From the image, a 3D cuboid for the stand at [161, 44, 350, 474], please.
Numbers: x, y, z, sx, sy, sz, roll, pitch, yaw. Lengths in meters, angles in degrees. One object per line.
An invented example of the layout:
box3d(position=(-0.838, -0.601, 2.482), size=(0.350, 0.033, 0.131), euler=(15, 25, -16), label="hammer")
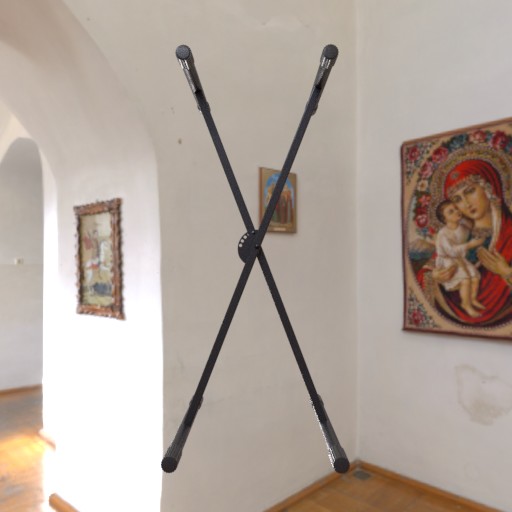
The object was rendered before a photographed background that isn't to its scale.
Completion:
box3d(position=(0.000, 0.000, 1.181), size=(0.409, 0.940, 0.449), euler=(0, 0, 0), label="stand")
